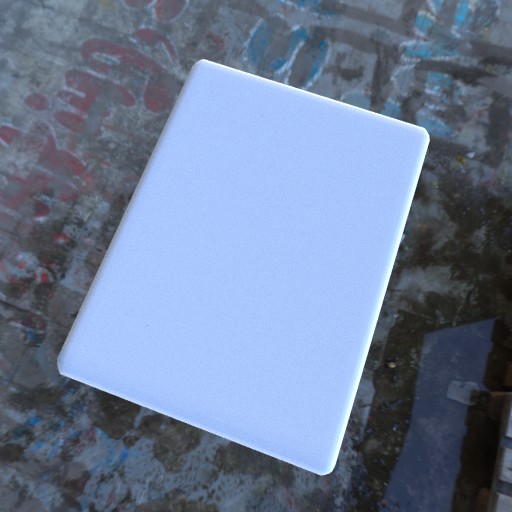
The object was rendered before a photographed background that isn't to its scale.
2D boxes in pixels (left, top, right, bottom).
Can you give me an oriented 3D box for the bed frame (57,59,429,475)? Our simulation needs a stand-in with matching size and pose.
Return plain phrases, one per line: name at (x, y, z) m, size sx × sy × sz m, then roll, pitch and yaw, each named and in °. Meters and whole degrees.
bed frame at (0.000, 0.000, 2.782) m, size 1.528 × 0.677 × 2.037 m, roll 19°, pitch 76°, yaw 5°
